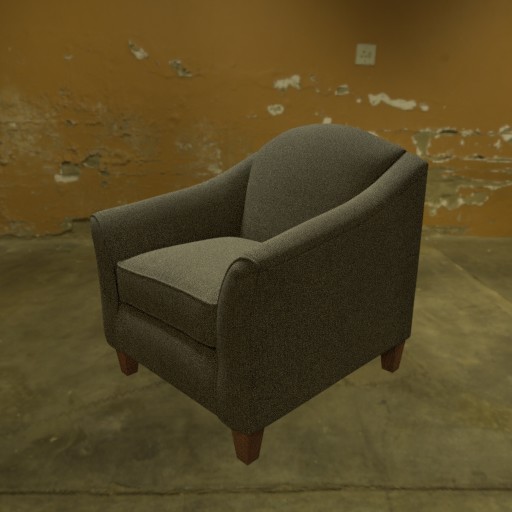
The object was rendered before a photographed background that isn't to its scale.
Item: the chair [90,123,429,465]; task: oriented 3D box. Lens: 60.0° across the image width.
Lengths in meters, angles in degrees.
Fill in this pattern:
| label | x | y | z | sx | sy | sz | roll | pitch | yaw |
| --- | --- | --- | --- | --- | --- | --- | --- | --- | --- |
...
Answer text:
| label | x | y | z | sx | sy | sz | roll | pitch | yaw |
| --- | --- | --- | --- | --- | --- | --- | --- | --- | --- |
| chair | 0.000 | 0.000 | 1.445 | 0.787 | 0.839 | 0.763 | -15 | 21 | -43 |
